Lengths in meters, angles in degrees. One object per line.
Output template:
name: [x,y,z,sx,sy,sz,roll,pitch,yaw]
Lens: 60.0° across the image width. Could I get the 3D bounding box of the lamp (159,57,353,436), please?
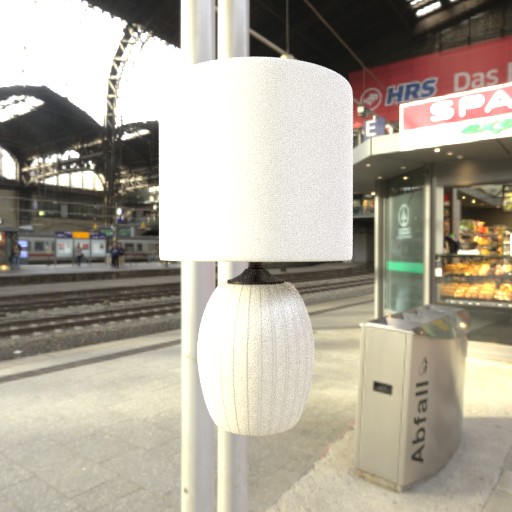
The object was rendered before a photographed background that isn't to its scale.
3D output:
lamp: [0.000,0.000,0.771,0.328,0.570,0.328,0,1,0]
